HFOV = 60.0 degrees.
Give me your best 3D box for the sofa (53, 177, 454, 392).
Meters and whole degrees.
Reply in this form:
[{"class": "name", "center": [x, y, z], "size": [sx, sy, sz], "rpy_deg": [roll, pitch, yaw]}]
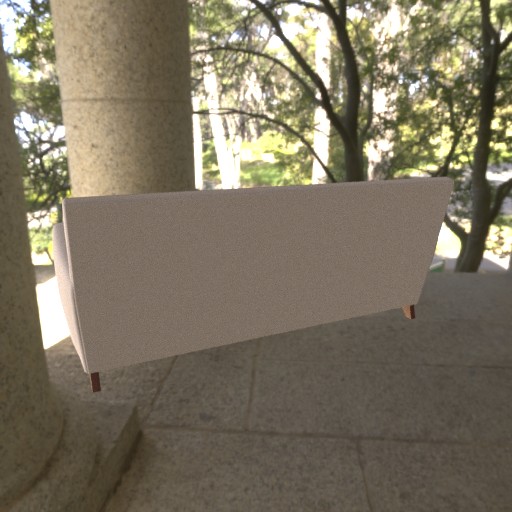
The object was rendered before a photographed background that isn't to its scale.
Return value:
[{"class": "sofa", "center": [0.000, 0.000, 2.420], "size": [2.000, 0.846, 0.875], "rpy_deg": [-7, 17, -25]}]
